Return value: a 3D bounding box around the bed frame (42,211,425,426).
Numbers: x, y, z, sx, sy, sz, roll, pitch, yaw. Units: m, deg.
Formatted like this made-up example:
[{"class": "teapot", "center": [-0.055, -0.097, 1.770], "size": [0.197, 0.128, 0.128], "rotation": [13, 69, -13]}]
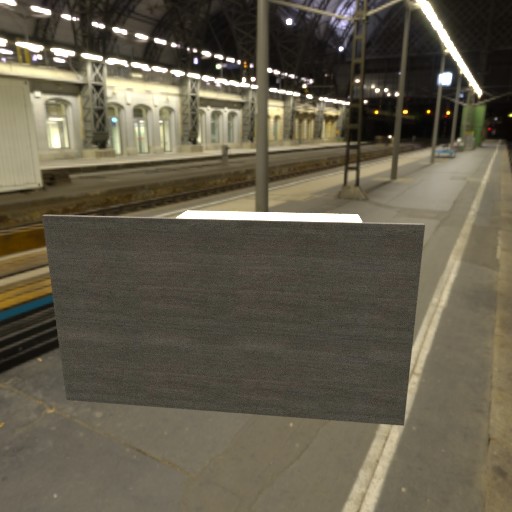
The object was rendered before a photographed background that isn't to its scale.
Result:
[{"class": "bed frame", "center": [0.000, 0.000, 2.613], "size": [1.400, 0.800, 1.900], "rotation": [2, 16, 7]}]
